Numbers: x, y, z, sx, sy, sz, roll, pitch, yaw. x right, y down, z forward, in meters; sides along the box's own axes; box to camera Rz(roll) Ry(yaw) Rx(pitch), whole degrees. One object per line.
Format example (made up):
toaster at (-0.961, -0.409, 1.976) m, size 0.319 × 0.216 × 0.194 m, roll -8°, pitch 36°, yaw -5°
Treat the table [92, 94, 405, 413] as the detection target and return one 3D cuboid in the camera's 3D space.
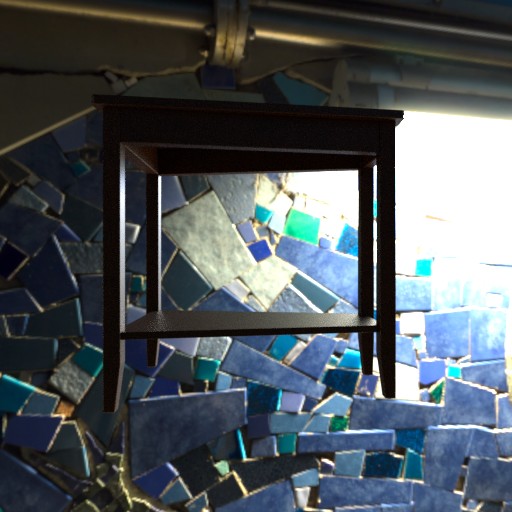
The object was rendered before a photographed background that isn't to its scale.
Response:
table at (0.000, 0.000, 1.007) m, size 0.605 × 0.589 × 0.399 m, roll 0°, pitch 0°, yaw 0°
